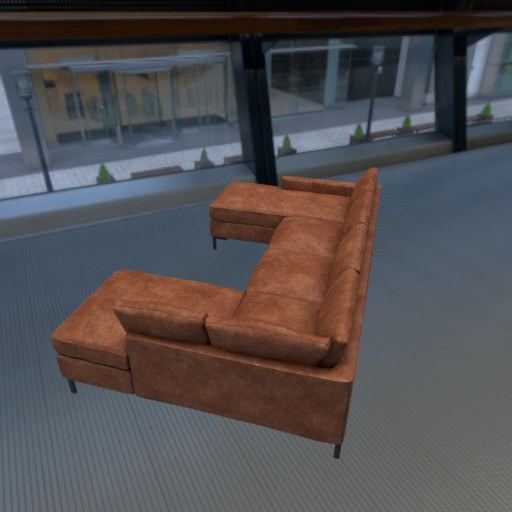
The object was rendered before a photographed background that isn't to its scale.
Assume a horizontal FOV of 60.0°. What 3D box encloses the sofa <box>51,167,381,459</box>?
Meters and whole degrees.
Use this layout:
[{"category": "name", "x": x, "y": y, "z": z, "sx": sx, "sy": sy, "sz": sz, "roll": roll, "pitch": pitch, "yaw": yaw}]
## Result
[{"category": "sofa", "x": 0.000, "y": 0.000, "z": 3.865, "sx": 1.939, "sy": 0.900, "sz": 2.956, "roll": 9, "pitch": 32, "yaw": 14}]
